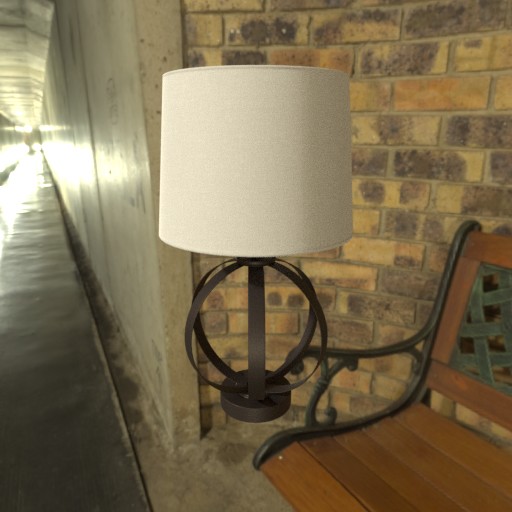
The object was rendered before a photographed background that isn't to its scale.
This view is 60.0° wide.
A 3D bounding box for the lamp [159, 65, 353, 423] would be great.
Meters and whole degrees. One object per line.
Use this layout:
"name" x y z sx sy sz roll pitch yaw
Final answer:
"lamp" 0.000 0.000 0.679 0.286 0.510 0.286 0 16 0
